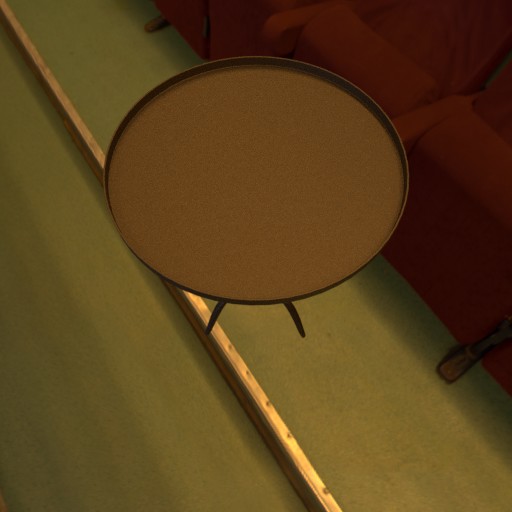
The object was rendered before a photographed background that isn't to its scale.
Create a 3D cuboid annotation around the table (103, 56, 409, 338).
[{"bbox_3d":[0.000,0.000,1.046,0.502,0.700,0.502,-31,67,-15],"label":"table"}]
